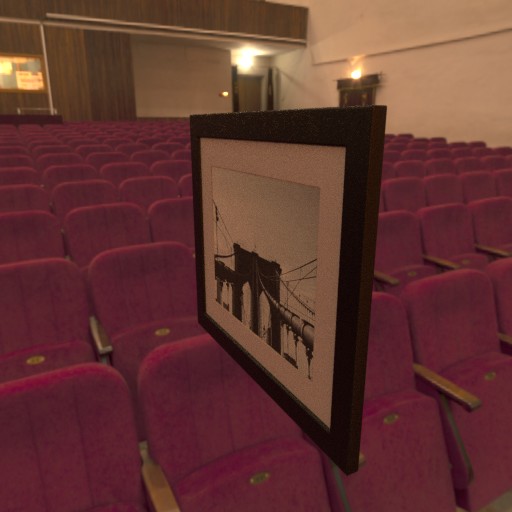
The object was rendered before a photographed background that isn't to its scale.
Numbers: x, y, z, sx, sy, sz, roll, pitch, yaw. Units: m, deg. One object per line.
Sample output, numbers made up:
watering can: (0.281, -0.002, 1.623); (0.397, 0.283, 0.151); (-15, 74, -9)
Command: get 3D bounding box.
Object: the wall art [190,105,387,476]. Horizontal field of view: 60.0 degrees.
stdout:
wall art: (0.000, 0.000, 0.726); (0.018, 0.450, 0.521); (-9, 19, -27)
